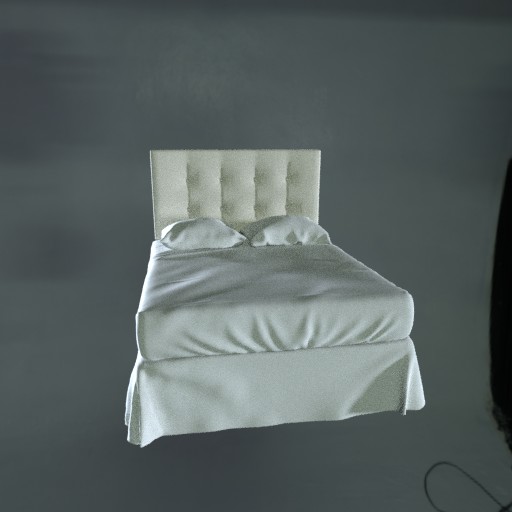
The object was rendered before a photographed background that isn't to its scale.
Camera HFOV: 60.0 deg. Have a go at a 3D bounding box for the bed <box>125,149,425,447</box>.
[{"bbox_3d":[0.000,0.000,3.452,1.936,1.577,2.222,-3,15,-10],"label":"bed"}]
